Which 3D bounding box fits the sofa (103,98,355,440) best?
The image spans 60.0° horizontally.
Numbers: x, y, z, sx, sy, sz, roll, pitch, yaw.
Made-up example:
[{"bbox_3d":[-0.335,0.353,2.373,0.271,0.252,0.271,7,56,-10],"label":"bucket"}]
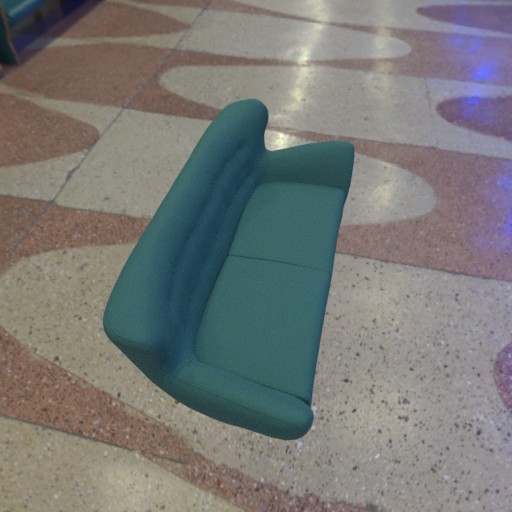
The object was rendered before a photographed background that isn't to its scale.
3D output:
[{"bbox_3d":[0.000,0.000,2.431,0.889,0.890,1.930,10,48,9],"label":"sofa"}]
